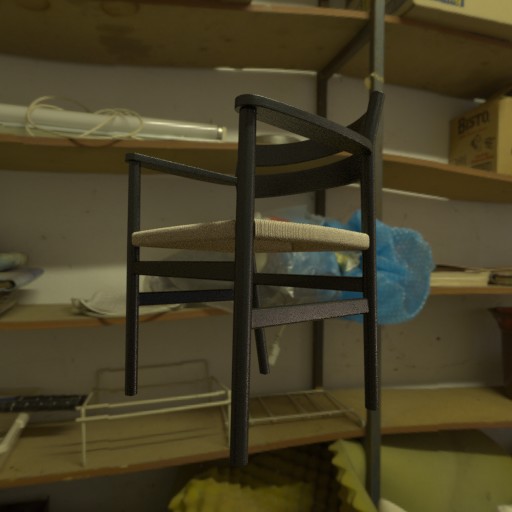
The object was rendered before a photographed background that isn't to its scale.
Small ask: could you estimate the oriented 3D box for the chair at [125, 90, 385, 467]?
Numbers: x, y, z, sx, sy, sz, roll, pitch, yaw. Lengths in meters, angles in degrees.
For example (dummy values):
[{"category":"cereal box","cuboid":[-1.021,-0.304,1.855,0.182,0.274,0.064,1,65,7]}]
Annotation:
[{"category":"chair","cuboid":[0.000,0.000,1.167,0.508,0.775,0.630,0,-1,-37]}]
